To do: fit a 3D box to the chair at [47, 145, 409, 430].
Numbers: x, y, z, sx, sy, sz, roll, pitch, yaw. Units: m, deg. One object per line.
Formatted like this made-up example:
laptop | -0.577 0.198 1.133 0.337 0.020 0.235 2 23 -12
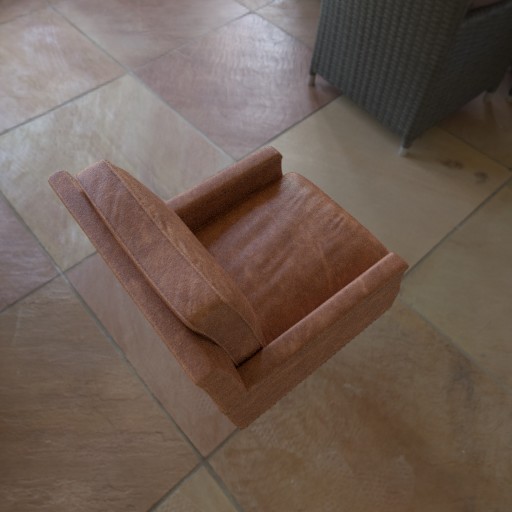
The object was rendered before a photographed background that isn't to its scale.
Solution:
chair | 0.000 0.000 1.773 1.035 1.054 0.854 -34 63 -20
